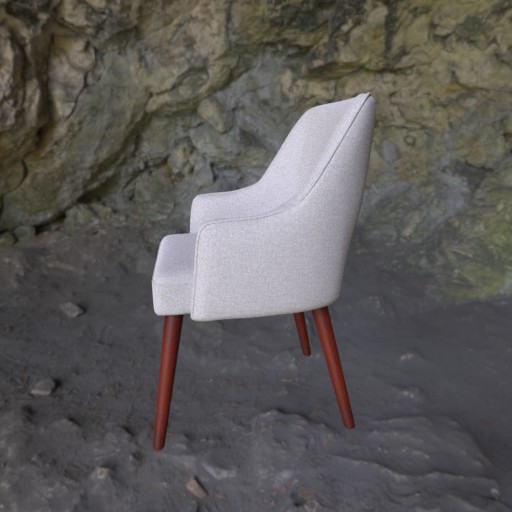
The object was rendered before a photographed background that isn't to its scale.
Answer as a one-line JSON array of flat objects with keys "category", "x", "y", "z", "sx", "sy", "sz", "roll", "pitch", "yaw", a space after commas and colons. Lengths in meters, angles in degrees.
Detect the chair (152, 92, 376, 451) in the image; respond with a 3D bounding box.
[{"category": "chair", "x": 0.000, "y": 0.000, "z": 1.231, "sx": 0.580, "sy": 0.840, "sz": 0.560, "roll": -2, "pitch": 14, "yaw": -9}]
